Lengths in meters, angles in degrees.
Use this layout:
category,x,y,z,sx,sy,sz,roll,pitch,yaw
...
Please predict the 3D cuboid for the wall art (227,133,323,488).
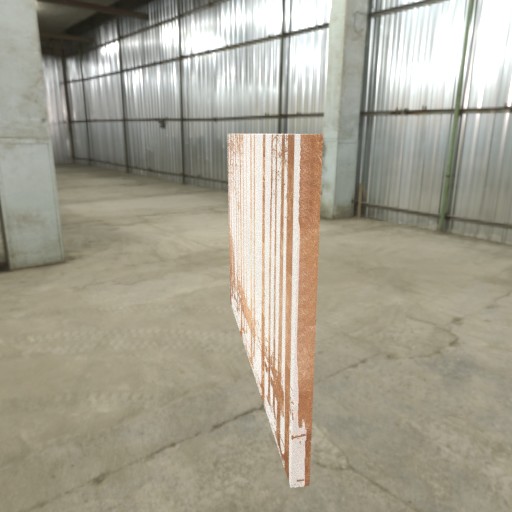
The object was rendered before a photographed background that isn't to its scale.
category,x,y,z,sx,sy,sz,roll,pitch,yaw
wall art,0.000,0.000,1.145,0.035,0.609,0.914,-3,16,-10
